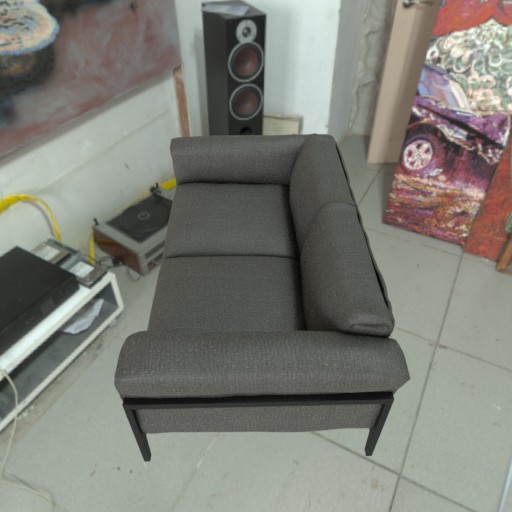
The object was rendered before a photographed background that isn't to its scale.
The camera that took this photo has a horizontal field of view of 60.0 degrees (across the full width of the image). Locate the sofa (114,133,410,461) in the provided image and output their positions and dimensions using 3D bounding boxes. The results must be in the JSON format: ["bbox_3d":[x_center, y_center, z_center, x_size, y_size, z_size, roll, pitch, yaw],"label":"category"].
[{"bbox_3d":[0.000,0.000,2.162,0.960,0.656,1.690,-1,42,-1],"label":"sofa"}]
